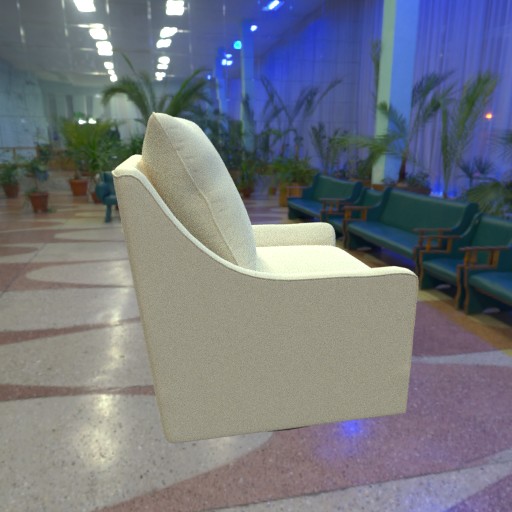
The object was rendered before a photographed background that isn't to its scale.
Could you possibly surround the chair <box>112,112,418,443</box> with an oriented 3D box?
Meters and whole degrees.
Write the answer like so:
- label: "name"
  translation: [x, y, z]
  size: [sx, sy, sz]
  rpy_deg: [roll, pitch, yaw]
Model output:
- label: "chair"
  translation: [0.000, 0.000, 1.601]
  size: [0.876, 0.965, 0.756]
  rpy_deg: [-3, 16, -11]
